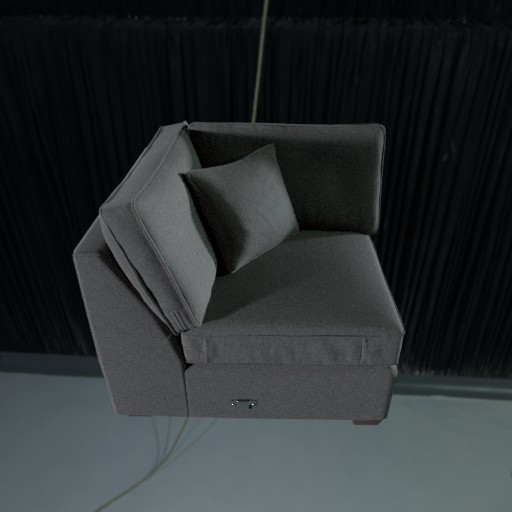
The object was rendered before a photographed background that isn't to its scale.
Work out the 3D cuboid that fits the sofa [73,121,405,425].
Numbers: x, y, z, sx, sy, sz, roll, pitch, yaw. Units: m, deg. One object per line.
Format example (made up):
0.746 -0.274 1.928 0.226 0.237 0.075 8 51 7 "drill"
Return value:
0.000 0.000 1.966 1.146 1.002 1.084 0 32 1 "sofa"
